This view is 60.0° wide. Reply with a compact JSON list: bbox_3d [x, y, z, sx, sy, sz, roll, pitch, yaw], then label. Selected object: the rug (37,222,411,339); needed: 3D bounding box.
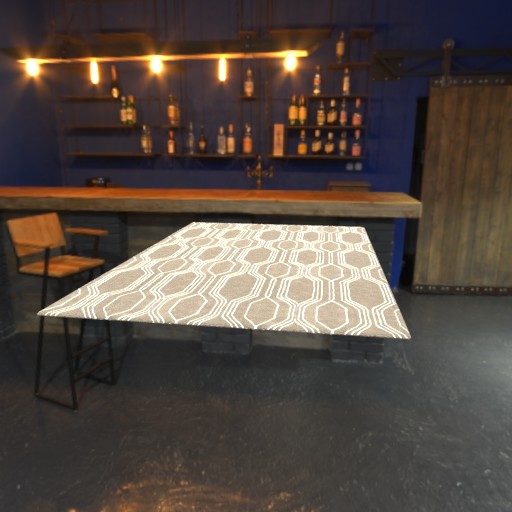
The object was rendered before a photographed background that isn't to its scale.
[{"bbox_3d":[0.000,0.000,2.306,1.239,0.012,1.836,2,14,9],"label":"rug"}]
